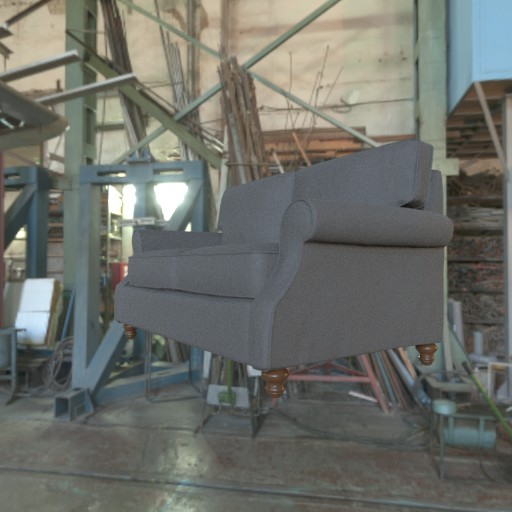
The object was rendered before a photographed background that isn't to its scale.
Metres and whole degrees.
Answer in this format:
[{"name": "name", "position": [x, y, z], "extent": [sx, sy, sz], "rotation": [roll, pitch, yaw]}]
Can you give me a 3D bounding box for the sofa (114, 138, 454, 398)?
[{"name": "sofa", "position": [0.000, 0.000, 2.213], "extent": [0.964, 0.937, 1.665], "rotation": [1, -1, -35]}]
